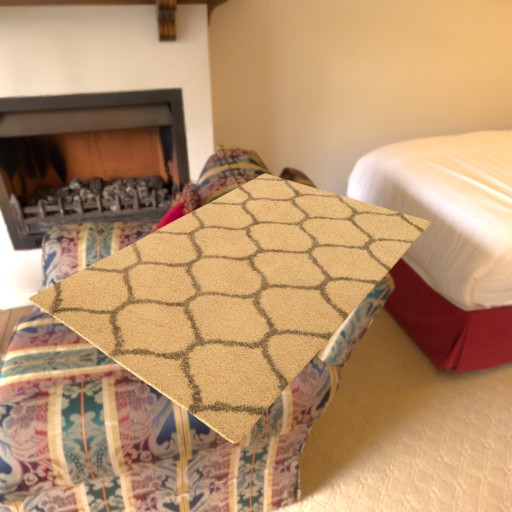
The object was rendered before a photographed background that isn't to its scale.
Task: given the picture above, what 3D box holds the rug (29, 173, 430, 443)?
[{"bbox_3d":[0.000,0.000,3.422,1.801,0.026,2.701,22,39,30],"label":"rug"}]
